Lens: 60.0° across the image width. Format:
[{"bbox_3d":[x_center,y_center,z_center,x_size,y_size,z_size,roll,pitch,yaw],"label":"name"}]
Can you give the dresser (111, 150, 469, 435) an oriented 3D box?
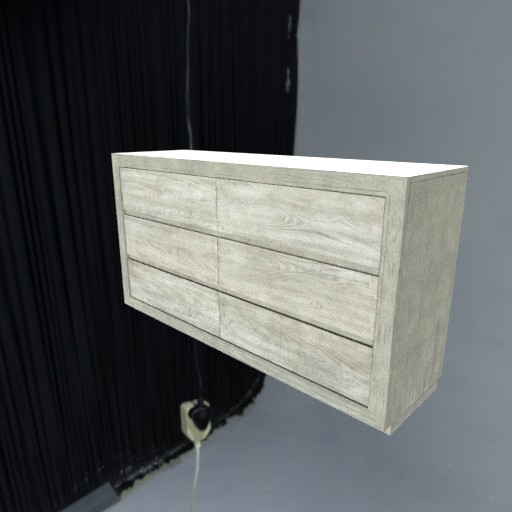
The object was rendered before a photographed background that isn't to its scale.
[{"bbox_3d":[0.000,0.000,2.067,1.628,0.889,0.483,15,22,41],"label":"dresser"}]
